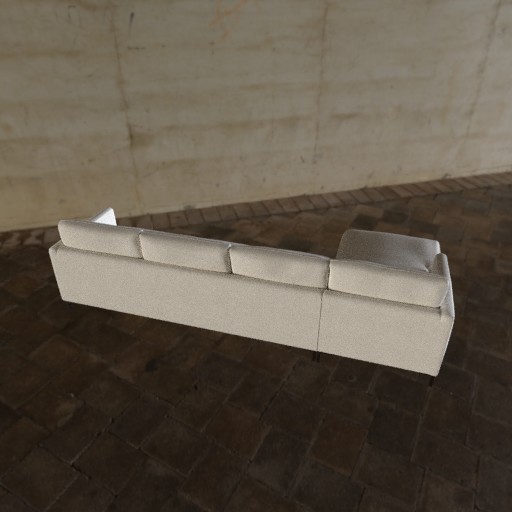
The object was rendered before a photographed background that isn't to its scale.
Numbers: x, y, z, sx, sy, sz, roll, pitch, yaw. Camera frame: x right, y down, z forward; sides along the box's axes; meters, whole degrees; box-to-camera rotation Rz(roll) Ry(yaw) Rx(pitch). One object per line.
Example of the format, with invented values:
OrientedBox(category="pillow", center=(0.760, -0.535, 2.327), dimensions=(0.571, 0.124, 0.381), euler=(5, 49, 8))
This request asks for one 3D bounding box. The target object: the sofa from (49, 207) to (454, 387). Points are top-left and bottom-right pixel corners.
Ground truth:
OrientedBox(category="sofa", center=(0.000, 0.000, 3.948), dimensions=(3.186, 0.875, 1.467), euler=(9, 32, 14))
